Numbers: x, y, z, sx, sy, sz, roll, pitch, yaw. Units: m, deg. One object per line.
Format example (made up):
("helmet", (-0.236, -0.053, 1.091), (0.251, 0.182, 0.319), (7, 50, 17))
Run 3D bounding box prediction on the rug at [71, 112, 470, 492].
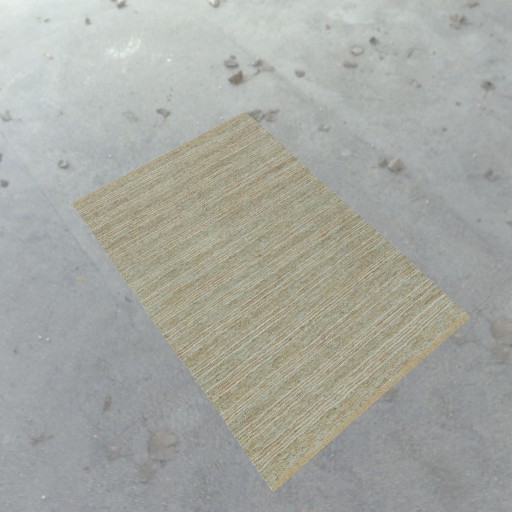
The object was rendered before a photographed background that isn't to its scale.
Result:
("rug", (0.000, 0.000, 2.336), (1.240, 0.010, 1.824), (-34, 65, -18))
